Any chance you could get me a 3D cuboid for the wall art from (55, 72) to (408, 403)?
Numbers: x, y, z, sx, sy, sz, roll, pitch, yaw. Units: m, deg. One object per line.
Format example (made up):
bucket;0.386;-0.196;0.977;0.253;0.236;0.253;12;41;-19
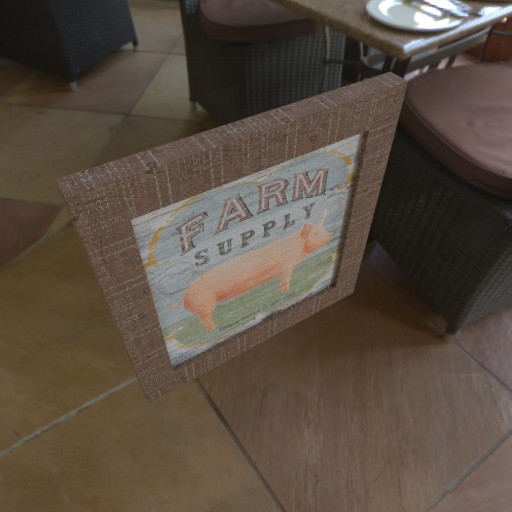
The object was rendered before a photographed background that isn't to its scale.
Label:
wall art;0.000;0.000;0.799;0.531;0.531;0.040;-24;52;-21
